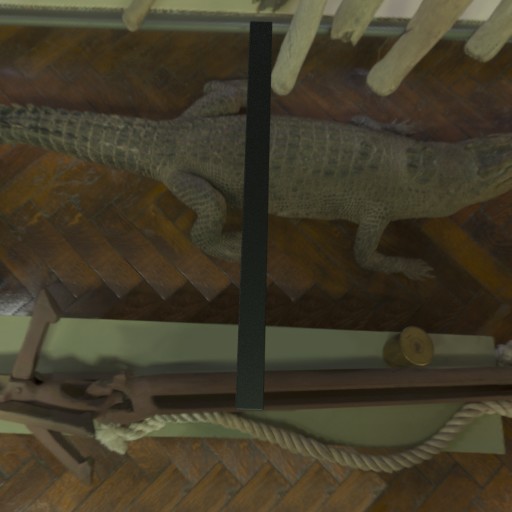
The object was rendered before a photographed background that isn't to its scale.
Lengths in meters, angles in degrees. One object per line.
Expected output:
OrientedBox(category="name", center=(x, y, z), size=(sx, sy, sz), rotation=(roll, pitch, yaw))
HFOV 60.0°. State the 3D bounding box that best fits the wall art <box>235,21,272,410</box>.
OrientedBox(category="wall art", center=(0.000, 0.000, 0.762), size=(0.028, 0.559, 0.457), rotation=(2, 76, 0))
